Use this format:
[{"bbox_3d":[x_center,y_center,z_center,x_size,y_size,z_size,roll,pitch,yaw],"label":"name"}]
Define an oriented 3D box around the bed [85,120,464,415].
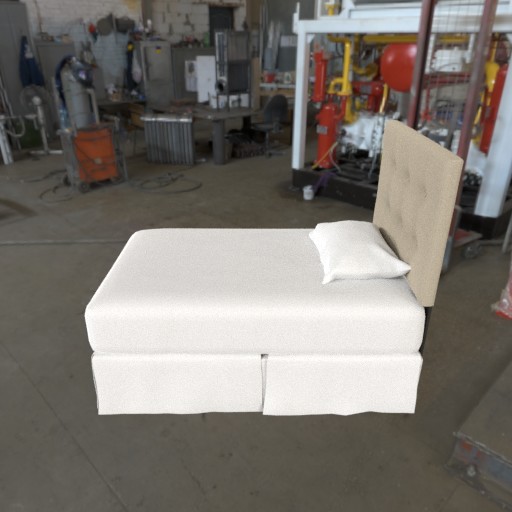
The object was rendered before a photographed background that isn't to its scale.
[{"bbox_3d":[0.000,0.000,2.926,1.997,1.571,1.261,0,26,0],"label":"bed"}]
